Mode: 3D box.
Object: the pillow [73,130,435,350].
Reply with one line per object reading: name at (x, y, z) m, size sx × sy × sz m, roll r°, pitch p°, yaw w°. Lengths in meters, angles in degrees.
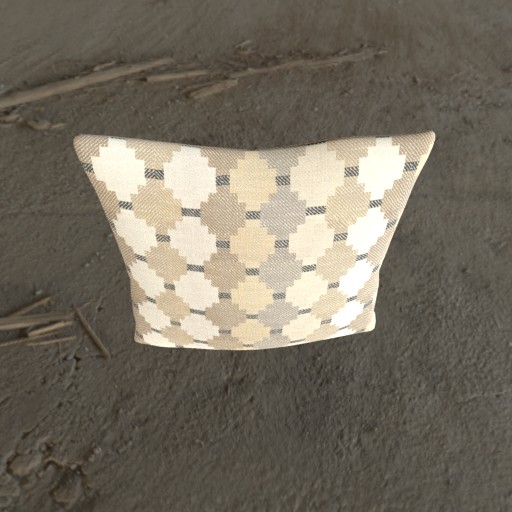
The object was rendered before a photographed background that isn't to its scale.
pillow at (0.000, 0.000, 0.876) m, size 0.578 × 0.558 × 0.192 m, roll -3°, pitch 46°, yaw -3°
